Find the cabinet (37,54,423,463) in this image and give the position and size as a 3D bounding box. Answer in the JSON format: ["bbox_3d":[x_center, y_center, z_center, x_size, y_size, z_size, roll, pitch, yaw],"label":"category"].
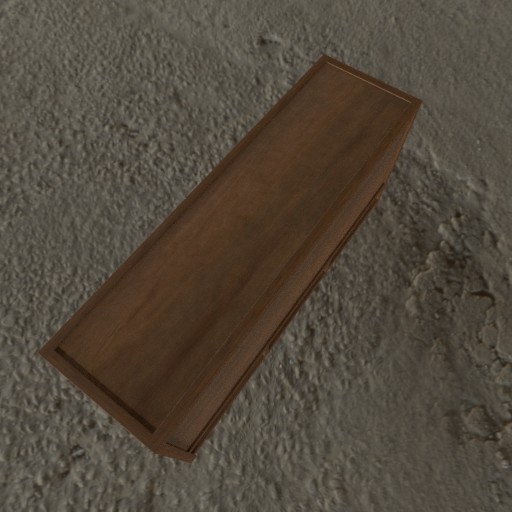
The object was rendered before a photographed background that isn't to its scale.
[{"bbox_3d":[0.000,0.000,2.019,0.522,0.820,1.708,33,68,15],"label":"cabinet"}]
